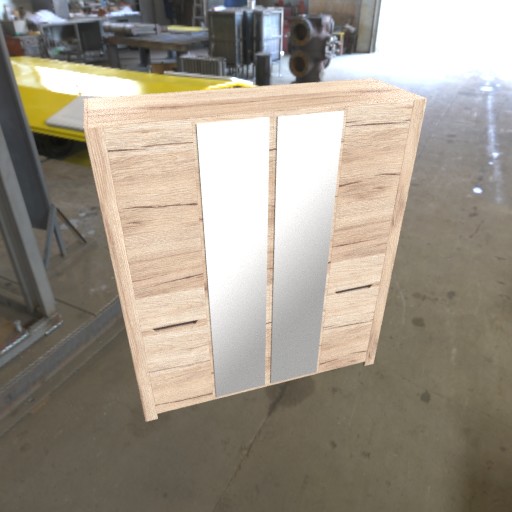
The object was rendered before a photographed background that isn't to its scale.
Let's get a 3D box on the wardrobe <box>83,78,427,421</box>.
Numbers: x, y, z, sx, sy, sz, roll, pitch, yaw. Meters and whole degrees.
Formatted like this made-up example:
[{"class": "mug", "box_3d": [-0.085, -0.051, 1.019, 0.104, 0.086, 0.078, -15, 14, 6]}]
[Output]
[{"class": "wardrobe", "box_3d": [0.000, 0.000, 3.009, 1.810, 2.070, 0.580, -10, 34, -15]}]
